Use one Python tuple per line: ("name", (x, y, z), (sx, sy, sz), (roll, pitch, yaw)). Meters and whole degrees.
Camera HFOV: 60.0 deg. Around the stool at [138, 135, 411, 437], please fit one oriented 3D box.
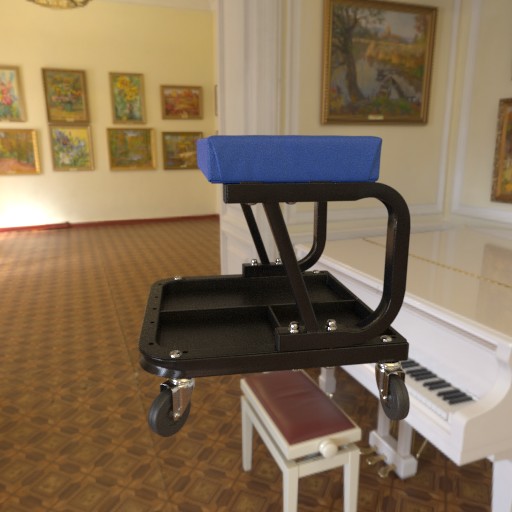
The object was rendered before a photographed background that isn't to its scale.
("stool", (0.000, 0.000, 0.733), (0.371, 0.380, 0.446), (-2, 14, -9))
